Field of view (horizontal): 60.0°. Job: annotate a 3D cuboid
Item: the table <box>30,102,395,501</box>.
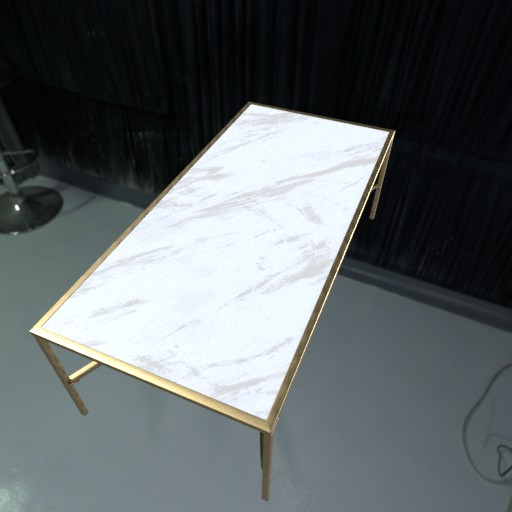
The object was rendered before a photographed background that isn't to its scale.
[{"bbox_3d":[0.000,0.000,1.429,0.577,0.405,1.197,17,47,16],"label":"table"}]
